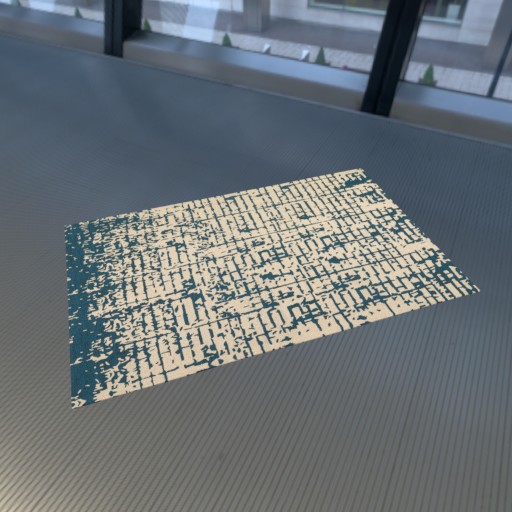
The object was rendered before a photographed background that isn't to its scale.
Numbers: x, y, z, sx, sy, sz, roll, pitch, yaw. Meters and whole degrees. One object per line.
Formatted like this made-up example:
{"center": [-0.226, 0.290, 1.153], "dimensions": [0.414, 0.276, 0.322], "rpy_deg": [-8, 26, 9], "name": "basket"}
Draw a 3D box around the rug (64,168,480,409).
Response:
{"center": [0.000, 0.000, 2.997], "dimensions": [2.435, 0.011, 1.517], "rpy_deg": [-13, 44, -14], "name": "rug"}
